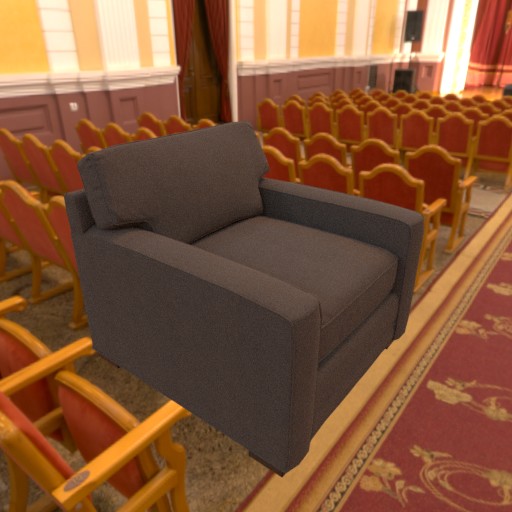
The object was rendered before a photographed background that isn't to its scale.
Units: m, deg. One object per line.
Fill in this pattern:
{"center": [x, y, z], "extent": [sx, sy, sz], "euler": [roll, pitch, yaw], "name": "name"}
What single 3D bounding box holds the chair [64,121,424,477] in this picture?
{"center": [0.000, 0.000, 1.814], "extent": [1.043, 0.913, 0.997], "euler": [19, 31, 33], "name": "chair"}
